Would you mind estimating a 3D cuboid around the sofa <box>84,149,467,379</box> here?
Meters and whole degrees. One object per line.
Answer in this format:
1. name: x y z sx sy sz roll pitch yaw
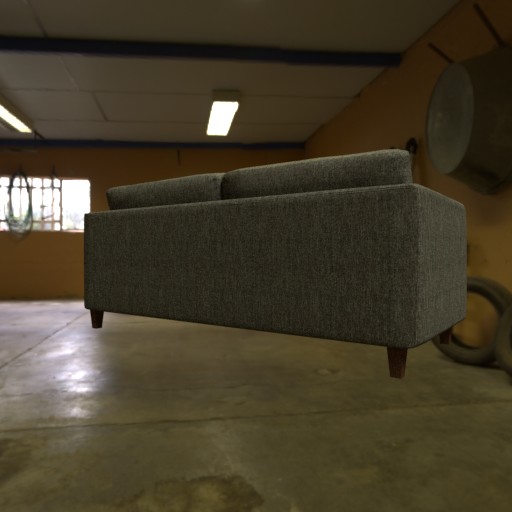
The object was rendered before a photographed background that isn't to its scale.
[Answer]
1. sofa: 0.000 0.000 2.689 2.208 0.960 0.948 0 0 36
